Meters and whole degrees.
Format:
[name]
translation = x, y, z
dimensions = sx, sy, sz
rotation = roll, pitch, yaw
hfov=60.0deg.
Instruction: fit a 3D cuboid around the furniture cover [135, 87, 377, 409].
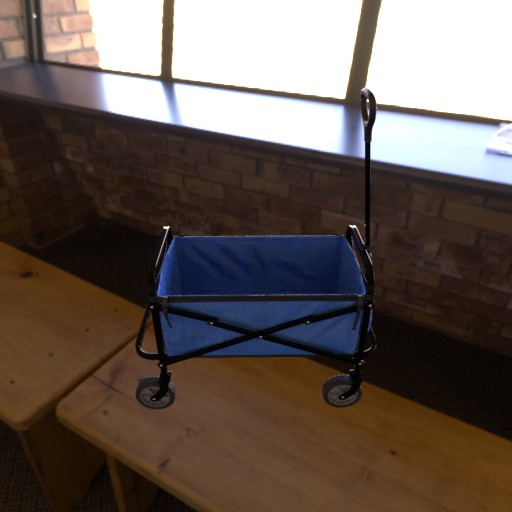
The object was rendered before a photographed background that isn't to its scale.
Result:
[furniture cover]
translation = 0.000, 0.000, 1.802
dimensions = 1.038, 1.295, 0.532
rotation = 0, 32, -1
